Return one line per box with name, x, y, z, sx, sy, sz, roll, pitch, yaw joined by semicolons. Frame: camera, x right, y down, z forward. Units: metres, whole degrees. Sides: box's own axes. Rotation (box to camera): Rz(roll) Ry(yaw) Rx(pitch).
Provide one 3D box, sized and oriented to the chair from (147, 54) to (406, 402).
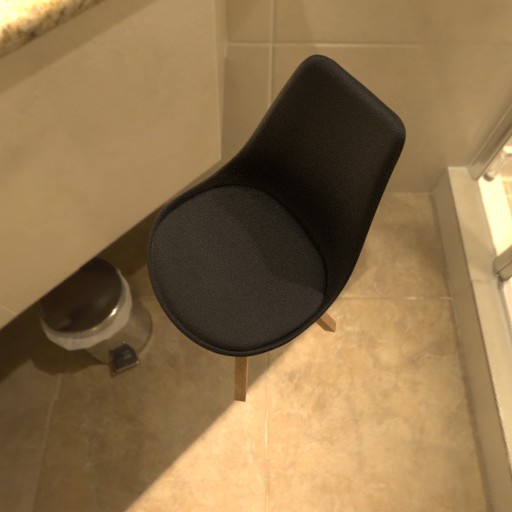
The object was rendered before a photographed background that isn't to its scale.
chair;0.000;0.000;1.165;0.549;0.850;0.485;-34;69;-15
